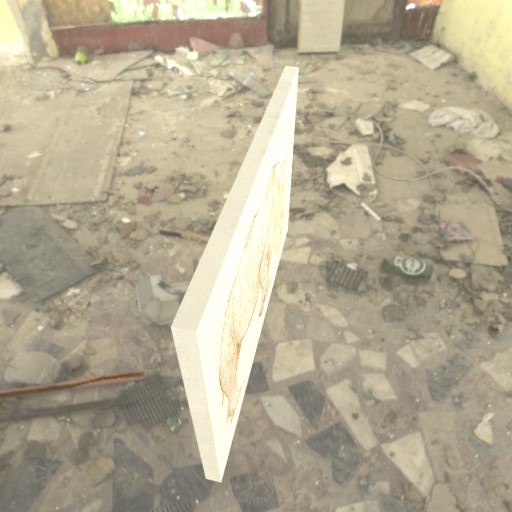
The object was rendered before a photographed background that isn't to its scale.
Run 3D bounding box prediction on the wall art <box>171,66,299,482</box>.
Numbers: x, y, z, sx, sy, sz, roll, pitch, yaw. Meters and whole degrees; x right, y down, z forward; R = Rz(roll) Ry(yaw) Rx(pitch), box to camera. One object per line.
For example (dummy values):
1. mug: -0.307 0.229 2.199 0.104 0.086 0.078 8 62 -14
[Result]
1. wall art: 0.000 0.000 1.147 0.038 0.610 0.915 9 46 9
